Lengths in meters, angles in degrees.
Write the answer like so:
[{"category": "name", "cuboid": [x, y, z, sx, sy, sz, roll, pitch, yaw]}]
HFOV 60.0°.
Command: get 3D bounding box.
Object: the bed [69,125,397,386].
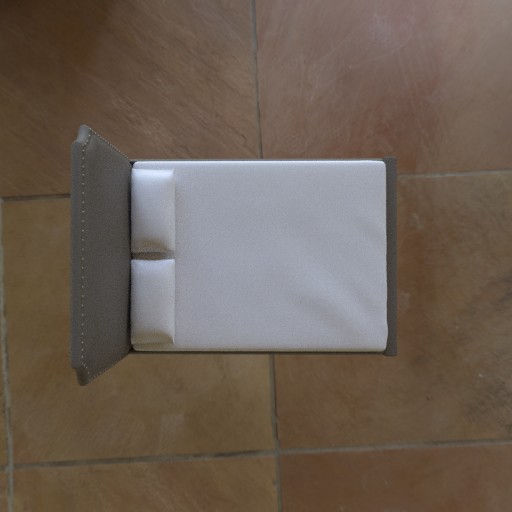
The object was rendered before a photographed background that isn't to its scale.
[{"category": "bed", "cuboid": [0.000, 0.000, 3.476, 2.372, 1.443, 1.712, 0, 89, 1]}]
